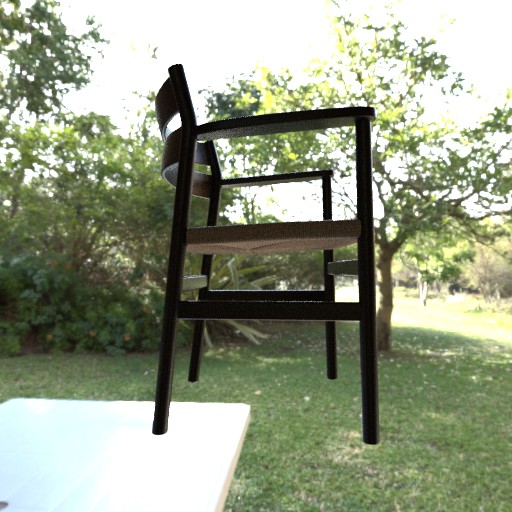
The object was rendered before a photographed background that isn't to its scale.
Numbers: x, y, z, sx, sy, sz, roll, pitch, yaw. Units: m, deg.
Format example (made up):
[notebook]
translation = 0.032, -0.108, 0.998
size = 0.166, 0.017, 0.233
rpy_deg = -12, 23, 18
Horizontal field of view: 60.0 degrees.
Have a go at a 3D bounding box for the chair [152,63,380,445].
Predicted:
[chair]
translation = 0.000, 0.000, 1.168
size = 0.508, 0.775, 0.630
rpy_deg = 0, -2, 1
